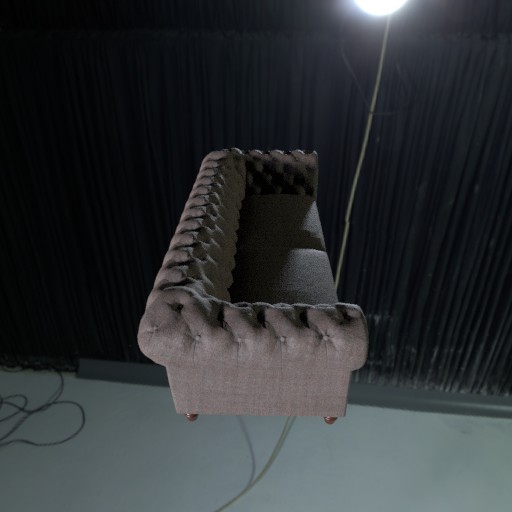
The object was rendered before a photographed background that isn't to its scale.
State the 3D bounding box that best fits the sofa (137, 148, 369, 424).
[{"bbox_3d":[0.000,0.000,2.866,0.944,0.787,2.385,1,31,1],"label":"sofa"}]
